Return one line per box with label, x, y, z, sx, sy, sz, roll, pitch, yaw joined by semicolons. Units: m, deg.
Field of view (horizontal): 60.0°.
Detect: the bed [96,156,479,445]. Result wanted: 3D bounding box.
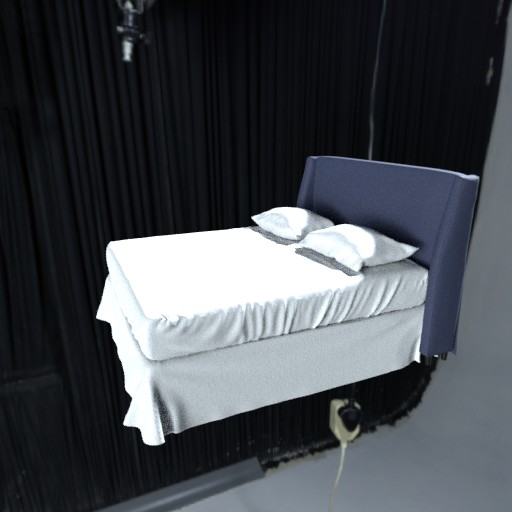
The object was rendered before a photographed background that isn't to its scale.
bed;0.000;0.000;3.361;2.276;1.332;1.925;-7;18;-23
